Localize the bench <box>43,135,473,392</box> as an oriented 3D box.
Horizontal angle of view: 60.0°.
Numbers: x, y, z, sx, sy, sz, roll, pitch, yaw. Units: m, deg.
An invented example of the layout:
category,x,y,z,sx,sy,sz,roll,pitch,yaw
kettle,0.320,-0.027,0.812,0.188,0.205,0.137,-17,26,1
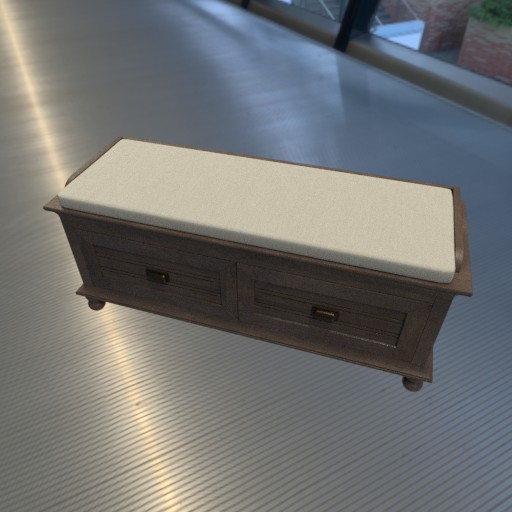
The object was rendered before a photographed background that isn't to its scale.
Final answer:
category,x,y,z,sx,sy,sz,roll,pitch,yaw
bench,0.000,0.000,1.442,1.185,0.501,0.402,12,42,13
